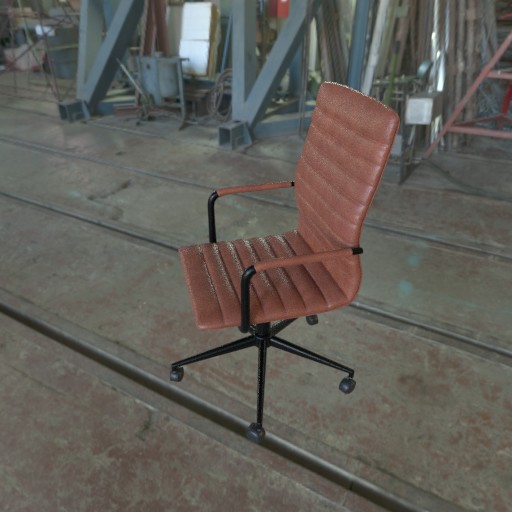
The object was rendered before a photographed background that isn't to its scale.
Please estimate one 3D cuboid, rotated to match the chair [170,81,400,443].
[{"bbox_3d":[0.000,0.000,1.282,0.578,0.878,0.600,-8,32,-13],"label":"chair"}]
